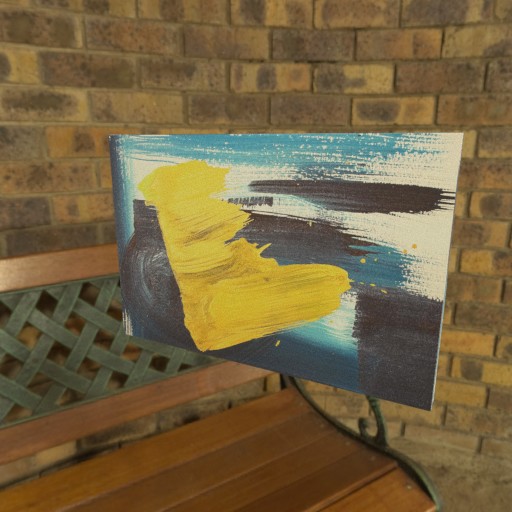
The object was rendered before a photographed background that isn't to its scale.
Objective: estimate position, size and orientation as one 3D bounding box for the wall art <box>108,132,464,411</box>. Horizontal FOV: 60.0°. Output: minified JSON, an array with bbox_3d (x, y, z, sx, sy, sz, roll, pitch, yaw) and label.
[{"bbox_3d":[0.000,0.000,0.765,0.609,0.406,0.033,7,16,26],"label":"wall art"}]
